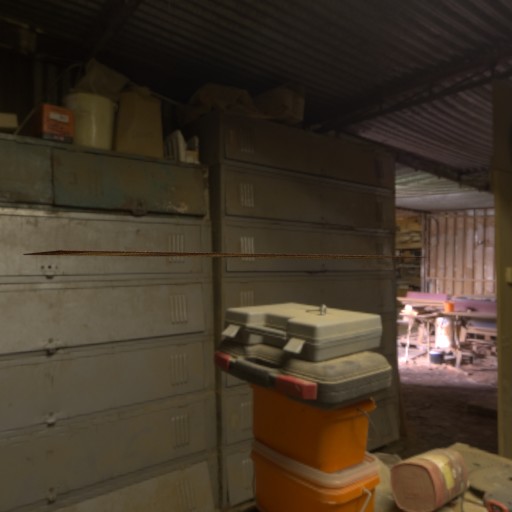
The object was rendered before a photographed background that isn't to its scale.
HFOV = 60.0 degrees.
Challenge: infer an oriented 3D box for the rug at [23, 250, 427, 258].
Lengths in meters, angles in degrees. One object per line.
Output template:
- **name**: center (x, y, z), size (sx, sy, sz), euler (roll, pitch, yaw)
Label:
- **rug**: center (0.000, 0.000, 2.724), size (2.437, 0.006, 0.792), euler (1, -1, -37)
